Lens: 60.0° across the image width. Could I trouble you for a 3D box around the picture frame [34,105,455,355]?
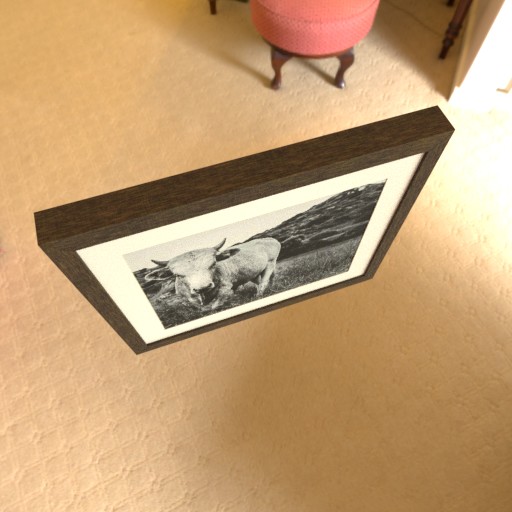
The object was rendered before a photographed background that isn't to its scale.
[{"bbox_3d":[0.000,0.000,0.535,0.378,0.330,0.033,-17,64,-9],"label":"picture frame"}]
